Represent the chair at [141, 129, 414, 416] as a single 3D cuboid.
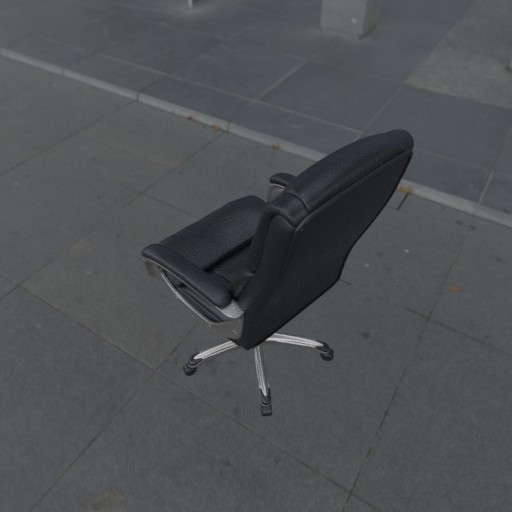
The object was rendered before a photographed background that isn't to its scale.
[{"bbox_3d":[0.000,0.000,1.593,0.663,1.155,0.739,-34,55,-28],"label":"chair"}]
